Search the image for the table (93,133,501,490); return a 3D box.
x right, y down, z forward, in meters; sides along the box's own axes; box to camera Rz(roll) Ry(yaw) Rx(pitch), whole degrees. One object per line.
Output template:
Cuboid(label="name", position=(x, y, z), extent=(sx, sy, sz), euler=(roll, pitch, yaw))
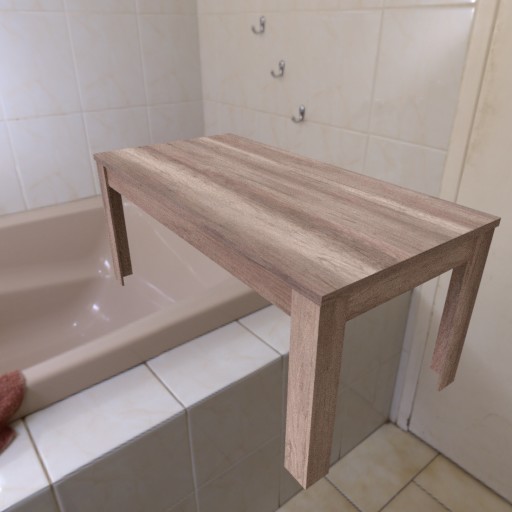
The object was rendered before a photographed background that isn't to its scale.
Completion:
Cuboid(label="table", position=(0.000, 0.000, 2.206), extent=(0.900, 0.790, 1.800), euler=(-19, 33, -32))
